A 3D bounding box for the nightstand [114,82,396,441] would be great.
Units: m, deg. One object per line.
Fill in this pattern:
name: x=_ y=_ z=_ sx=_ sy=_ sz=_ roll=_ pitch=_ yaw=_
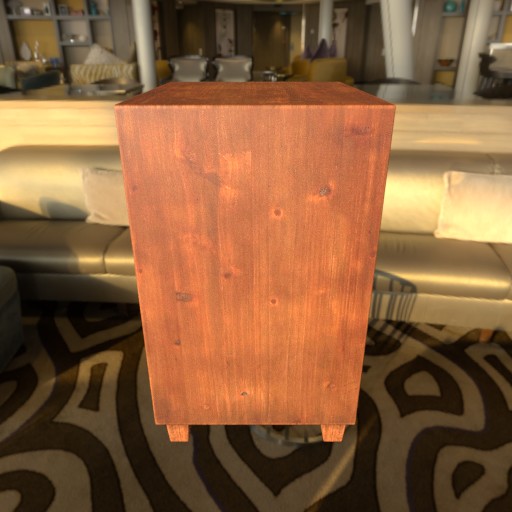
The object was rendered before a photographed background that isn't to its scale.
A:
nightstand: x=0.000 y=0.000 z=0.990 sx=0.410 sy=0.695 sz=0.465 roll=0 pitch=25 yaw=0
